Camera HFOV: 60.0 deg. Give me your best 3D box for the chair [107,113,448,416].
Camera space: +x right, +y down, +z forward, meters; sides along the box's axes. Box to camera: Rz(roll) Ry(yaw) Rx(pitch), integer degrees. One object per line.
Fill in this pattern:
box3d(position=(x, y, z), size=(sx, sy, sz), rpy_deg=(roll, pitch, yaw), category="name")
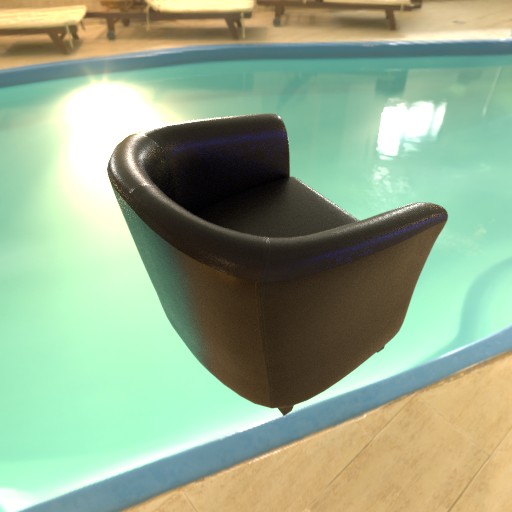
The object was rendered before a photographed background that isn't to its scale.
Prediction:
box3d(position=(0.000, 0.000, 1.402), size=(0.727, 0.756, 0.793), rpy_deg=(-25, 47, -26), category="chair")
